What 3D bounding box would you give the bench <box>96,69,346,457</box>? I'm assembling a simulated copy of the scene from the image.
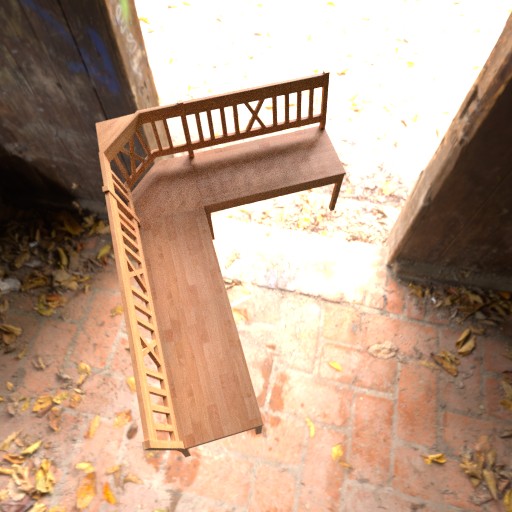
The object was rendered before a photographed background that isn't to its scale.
[{"bbox_3d":[0.000,0.000,2.775,1.537,0.902,1.937,-14,64,-7],"label":"bench"}]
